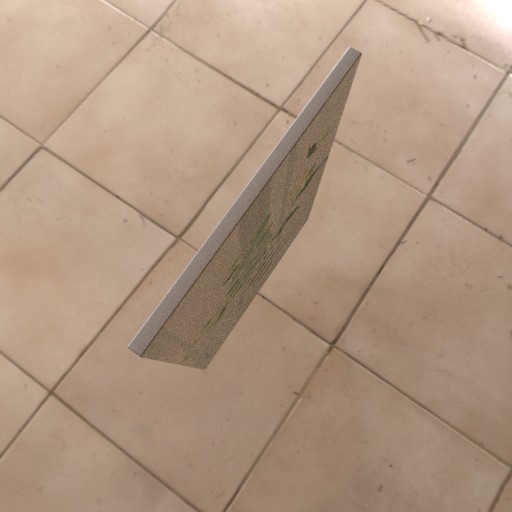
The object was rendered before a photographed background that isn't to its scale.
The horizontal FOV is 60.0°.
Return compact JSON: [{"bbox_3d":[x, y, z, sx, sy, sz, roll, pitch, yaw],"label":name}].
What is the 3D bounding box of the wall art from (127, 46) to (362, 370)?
[{"bbox_3d":[0.000,0.000,1.613,0.038,1.212,0.914,33,77,9],"label":"wall art"}]
